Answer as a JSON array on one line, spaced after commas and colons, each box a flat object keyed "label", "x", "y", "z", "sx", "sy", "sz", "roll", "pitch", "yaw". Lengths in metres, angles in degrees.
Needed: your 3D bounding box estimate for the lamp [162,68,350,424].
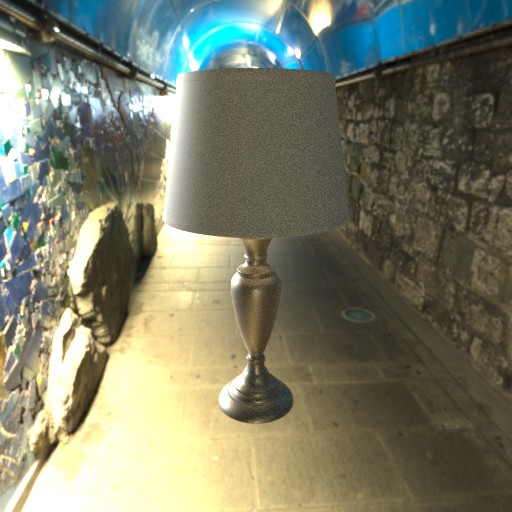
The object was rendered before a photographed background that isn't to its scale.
[{"label": "lamp", "x": 0.000, "y": 0.000, "z": 0.813, "sx": 0.328, "sy": 0.612, "sz": 0.328, "roll": 0, "pitch": 17, "yaw": 0}]
